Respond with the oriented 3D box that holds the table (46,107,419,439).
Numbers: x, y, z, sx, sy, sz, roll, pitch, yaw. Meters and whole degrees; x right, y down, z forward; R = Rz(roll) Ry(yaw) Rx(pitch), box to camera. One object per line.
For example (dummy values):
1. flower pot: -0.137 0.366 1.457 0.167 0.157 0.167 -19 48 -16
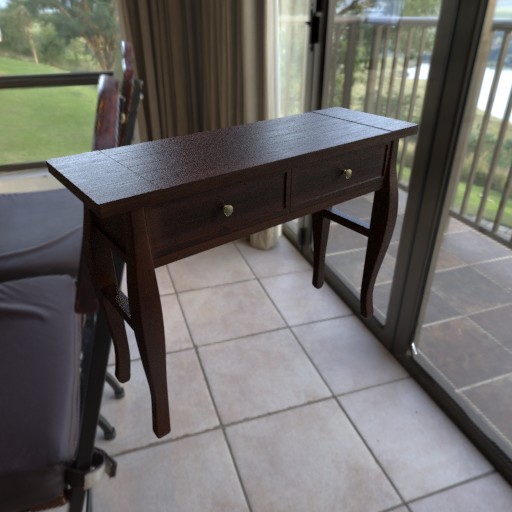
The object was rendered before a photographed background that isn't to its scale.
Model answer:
1. table: 0.000 0.000 1.465 1.062 0.768 0.373 -21 36 -32
